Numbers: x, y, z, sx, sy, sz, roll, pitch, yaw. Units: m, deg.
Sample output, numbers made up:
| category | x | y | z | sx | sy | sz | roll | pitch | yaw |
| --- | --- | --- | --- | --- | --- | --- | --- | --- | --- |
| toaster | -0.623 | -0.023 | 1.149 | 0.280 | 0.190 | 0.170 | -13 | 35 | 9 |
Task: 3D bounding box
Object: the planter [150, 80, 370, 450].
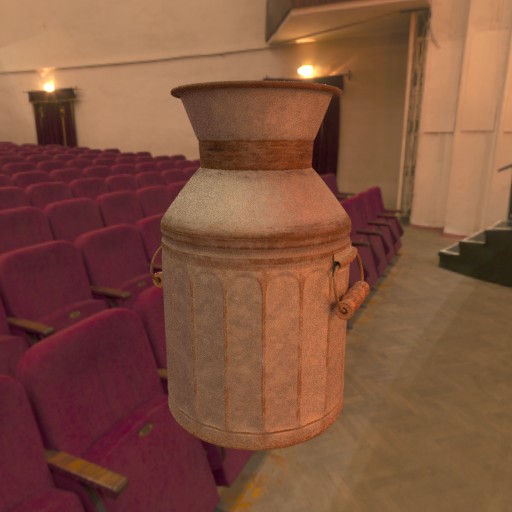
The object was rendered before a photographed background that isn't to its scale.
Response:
| category | x | y | z | sx | sy | sz | roll | pitch | yaw |
| --- | --- | --- | --- | --- | --- | --- | --- | --- | --- |
| planter | 0.000 | 0.000 | 0.510 | 0.248 | 0.358 | 0.215 | 7 | 16 | 25 |
